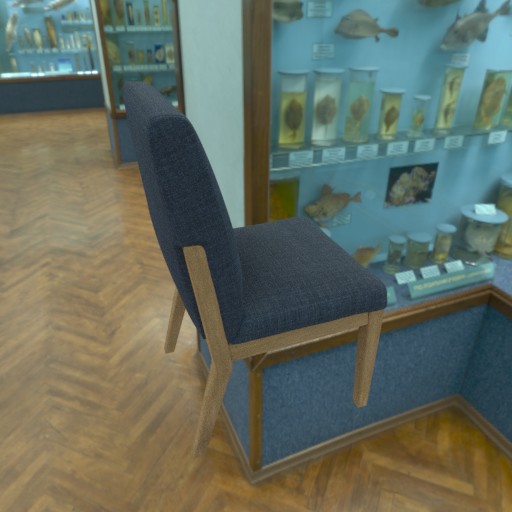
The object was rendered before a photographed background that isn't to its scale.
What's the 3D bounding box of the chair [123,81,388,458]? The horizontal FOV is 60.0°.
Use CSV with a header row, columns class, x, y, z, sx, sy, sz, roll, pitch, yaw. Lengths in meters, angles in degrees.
class,x,y,z,sx,sy,sz,roll,pitch,yaw
chair,0.000,0.000,1.258,0.586,0.911,0.507,-10,30,-17
